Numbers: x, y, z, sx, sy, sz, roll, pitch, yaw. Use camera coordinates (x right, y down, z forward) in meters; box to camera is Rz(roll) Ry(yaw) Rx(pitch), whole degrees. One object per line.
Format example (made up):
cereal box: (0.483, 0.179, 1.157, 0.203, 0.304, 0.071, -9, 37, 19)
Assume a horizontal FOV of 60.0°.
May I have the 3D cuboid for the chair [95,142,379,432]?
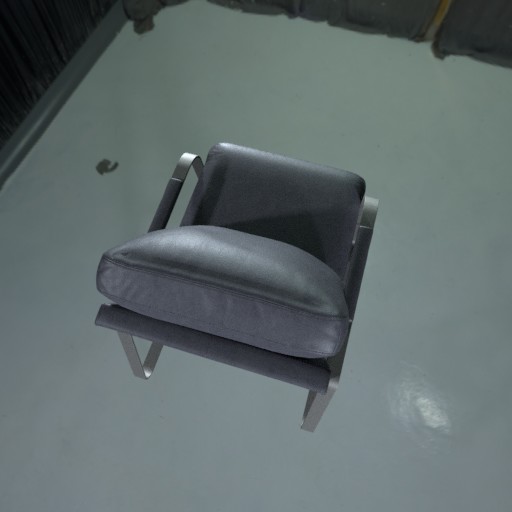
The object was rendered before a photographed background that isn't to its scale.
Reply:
chair: (0.000, 0.000, 1.483, 0.692, 0.839, 0.878, 15, 64, 7)
